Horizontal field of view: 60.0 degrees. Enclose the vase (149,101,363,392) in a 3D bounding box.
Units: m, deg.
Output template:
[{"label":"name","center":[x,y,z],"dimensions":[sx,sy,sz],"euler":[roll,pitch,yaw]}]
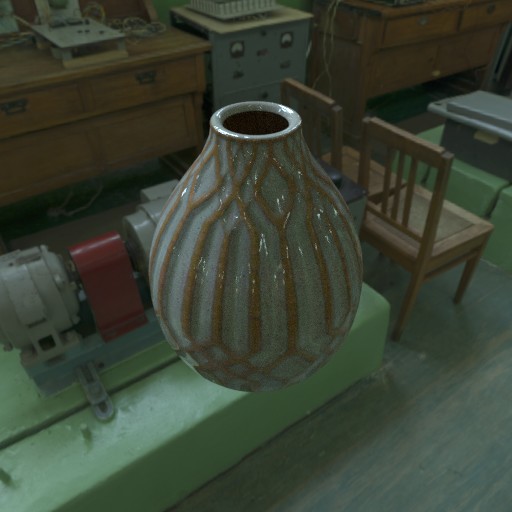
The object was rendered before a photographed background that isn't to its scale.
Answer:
[{"label":"vase","center":[0.000,0.000,0.270],"dimensions":[0.131,0.175,0.131],"euler":[0,41,0]}]
